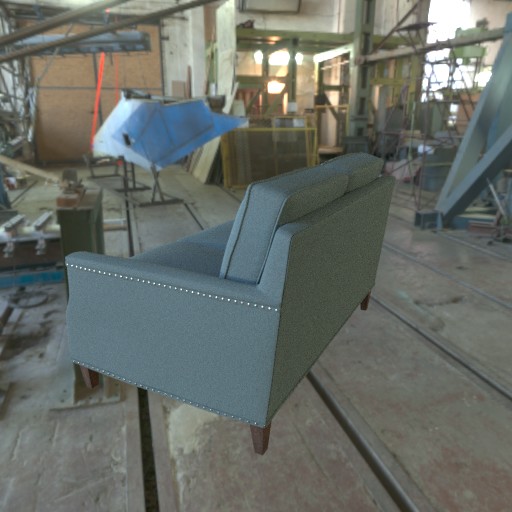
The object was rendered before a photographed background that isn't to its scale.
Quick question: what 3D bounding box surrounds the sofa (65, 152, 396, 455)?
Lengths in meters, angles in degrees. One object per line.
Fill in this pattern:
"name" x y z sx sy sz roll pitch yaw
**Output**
"sofa" 0.000 0.000 2.303 1.084 1.003 1.597 9 20 27
